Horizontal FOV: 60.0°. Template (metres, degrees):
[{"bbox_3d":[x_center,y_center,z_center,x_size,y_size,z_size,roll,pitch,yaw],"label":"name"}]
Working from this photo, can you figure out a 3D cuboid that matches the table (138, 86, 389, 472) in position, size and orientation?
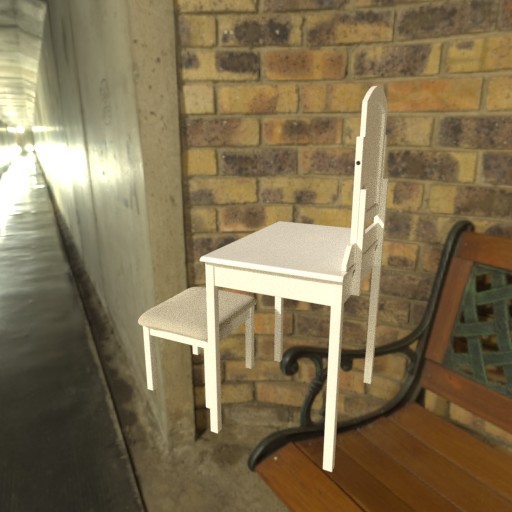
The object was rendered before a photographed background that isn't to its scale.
[{"bbox_3d":[0.000,0.000,2.331,1.211,1.631,0.876,8,18,25],"label":"table"}]
